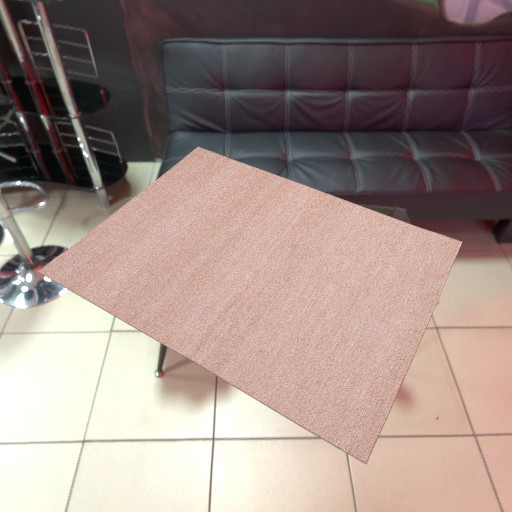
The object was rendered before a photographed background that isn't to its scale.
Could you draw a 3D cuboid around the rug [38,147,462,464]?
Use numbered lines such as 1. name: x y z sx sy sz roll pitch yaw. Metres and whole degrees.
1. rug: 0.000 0.000 4.154 3.202 0.045 2.434 24 51 22
